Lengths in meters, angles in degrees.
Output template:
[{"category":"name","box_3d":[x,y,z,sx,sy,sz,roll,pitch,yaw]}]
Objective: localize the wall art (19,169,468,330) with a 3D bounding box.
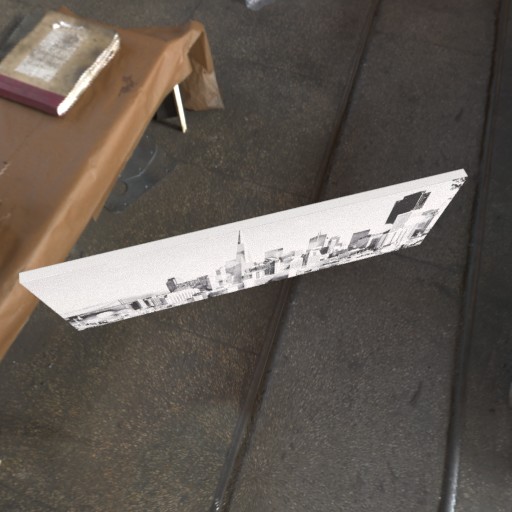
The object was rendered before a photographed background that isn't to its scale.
[{"category":"wall art","box_3d":[0.000,0.000,1.689,1.520,0.507,0.039,-14,65,-7]}]
